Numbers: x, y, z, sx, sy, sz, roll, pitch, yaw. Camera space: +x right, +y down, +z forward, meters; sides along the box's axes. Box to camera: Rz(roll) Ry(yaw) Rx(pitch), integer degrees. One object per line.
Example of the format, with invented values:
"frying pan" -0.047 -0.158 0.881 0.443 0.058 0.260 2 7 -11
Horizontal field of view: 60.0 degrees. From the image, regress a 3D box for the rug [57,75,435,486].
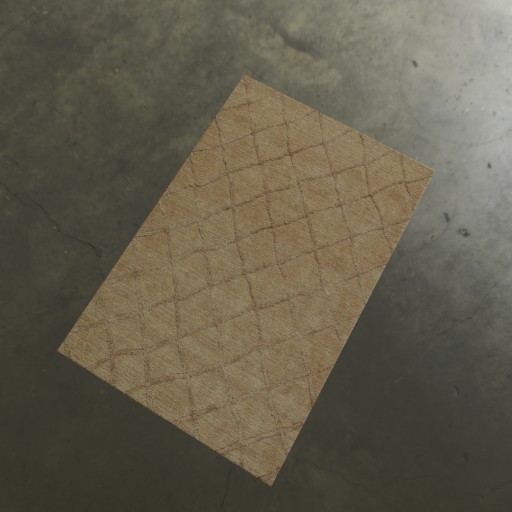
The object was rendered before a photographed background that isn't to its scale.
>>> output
"rug" 0.000 0.000 2.906 1.528 0.014 2.292 29 77 7
